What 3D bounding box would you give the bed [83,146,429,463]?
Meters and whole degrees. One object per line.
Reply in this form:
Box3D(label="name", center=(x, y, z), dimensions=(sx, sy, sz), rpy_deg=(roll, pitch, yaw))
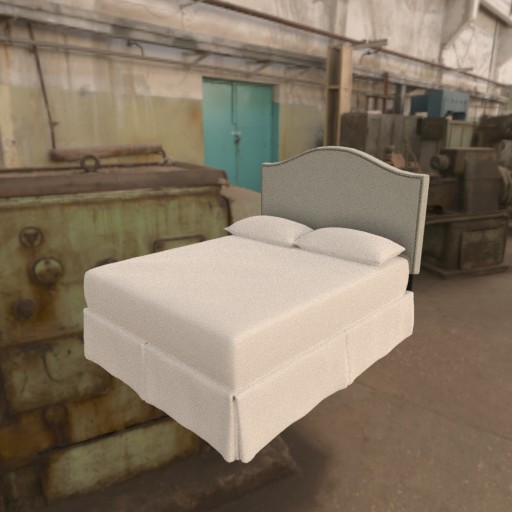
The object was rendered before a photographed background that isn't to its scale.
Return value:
Box3D(label="bed", center=(0.000, 0.000, 3.472), dimensions=(1.813, 1.607, 2.180), rpy_deg=(15, 22, 41))
